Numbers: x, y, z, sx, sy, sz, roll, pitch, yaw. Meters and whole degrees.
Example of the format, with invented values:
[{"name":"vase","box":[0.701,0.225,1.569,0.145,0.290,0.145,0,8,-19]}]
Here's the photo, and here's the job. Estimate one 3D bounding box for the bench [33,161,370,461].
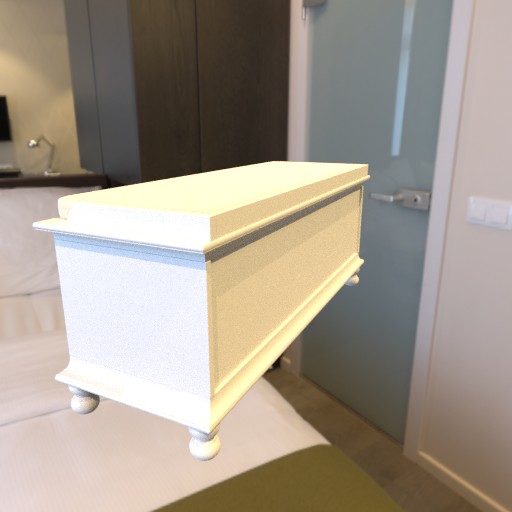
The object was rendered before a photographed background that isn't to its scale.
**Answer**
[{"name":"bench","box":[0.000,0.000,1.357,0.402,0.486,1.185,8,18,25]}]
